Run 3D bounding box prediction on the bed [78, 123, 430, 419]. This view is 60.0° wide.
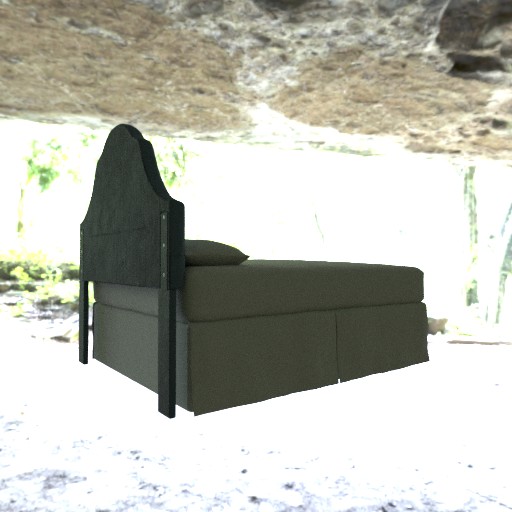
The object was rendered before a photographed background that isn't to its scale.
[{"bbox_3d":[0.000,0.000,3.341,2.155,1.575,1.636,1,-1,-37],"label":"bed"}]
